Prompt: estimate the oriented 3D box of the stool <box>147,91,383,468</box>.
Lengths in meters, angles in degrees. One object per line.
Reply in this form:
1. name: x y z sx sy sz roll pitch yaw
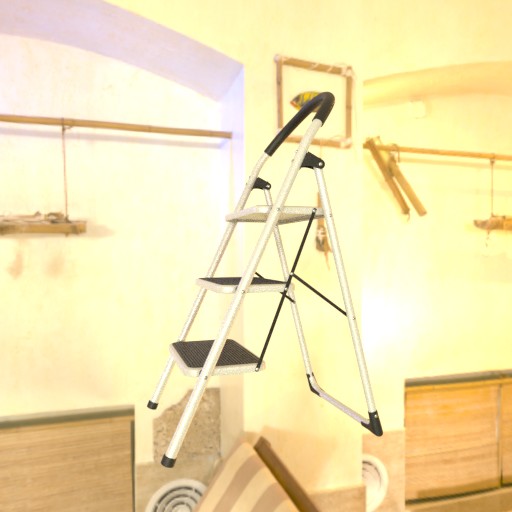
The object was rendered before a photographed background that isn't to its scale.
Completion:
1. stool: 0.000 0.000 1.479 0.676 1.109 0.485 0 0 -18
